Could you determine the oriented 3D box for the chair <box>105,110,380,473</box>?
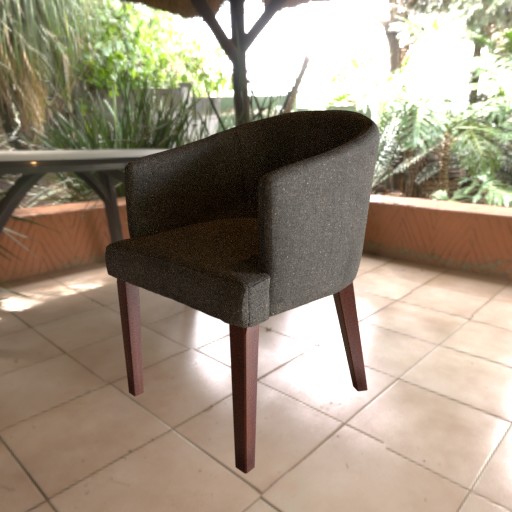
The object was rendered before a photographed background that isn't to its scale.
[{"bbox_3d":[0.000,0.000,1.260,0.583,0.811,0.655,13,20,40],"label":"chair"}]
